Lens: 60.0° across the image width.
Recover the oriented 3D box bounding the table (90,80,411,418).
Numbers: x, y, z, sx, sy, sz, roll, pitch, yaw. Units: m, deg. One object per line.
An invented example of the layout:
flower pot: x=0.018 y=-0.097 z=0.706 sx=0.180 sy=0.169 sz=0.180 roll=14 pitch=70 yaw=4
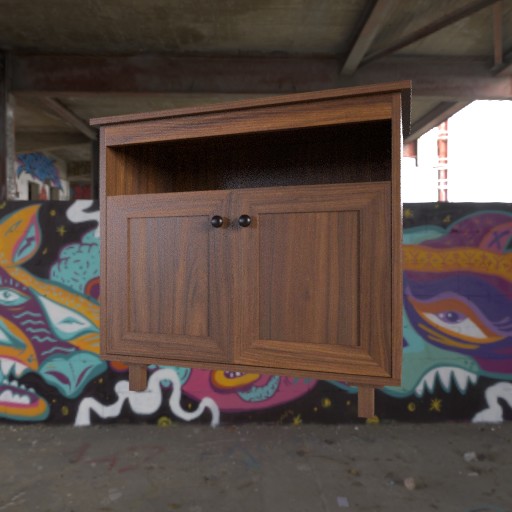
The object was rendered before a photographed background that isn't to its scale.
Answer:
table: x=0.000 y=0.000 z=1.217 sx=0.802 sy=0.725 sz=0.390 roll=0 pitch=0 yaw=19
